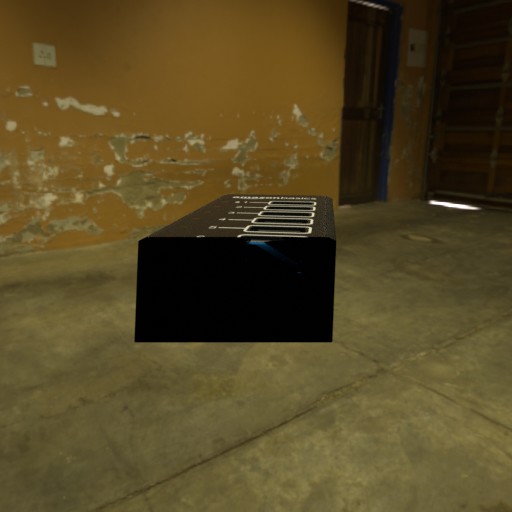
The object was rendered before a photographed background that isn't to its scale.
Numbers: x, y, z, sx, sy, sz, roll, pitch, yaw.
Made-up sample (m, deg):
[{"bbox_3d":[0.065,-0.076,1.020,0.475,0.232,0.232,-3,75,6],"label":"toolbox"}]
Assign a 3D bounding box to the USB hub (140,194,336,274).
[{"bbox_3d":[0.000,0.000,0.129,0.044,0.023,0.110,2,15,9],"label":"USB hub"}]
